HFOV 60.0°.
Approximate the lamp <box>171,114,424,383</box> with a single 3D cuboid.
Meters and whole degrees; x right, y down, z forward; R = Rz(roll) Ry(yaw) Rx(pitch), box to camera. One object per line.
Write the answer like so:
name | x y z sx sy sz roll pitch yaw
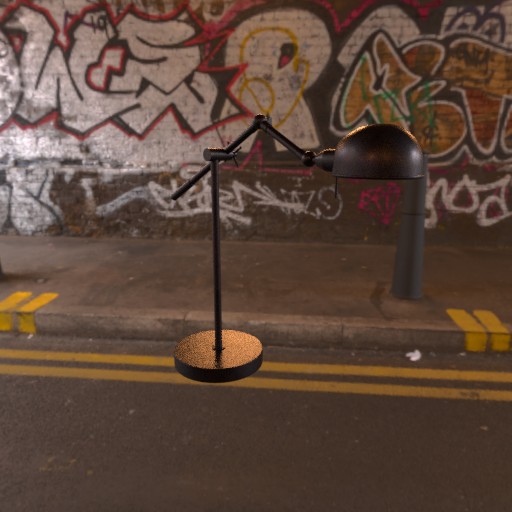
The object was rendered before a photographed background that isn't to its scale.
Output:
lamp | 0.000 0.000 0.805 0.567 0.495 0.185 13 19 43
